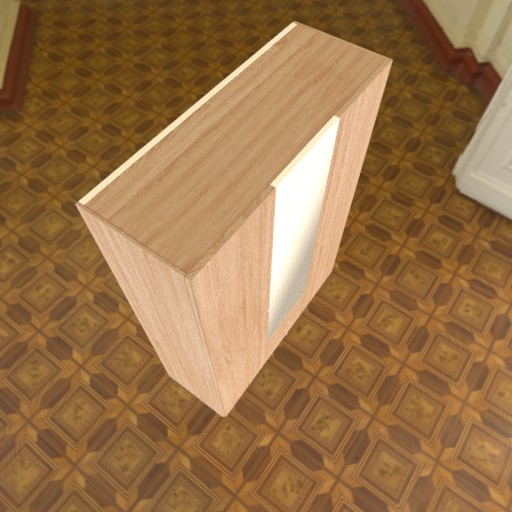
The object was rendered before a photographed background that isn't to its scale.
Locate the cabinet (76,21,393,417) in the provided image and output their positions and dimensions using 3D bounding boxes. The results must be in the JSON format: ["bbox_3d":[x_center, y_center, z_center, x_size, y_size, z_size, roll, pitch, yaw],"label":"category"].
[{"bbox_3d":[0.000,0.000,2.789,0.590,2.120,1.500,31,63,18],"label":"cabinet"}]
